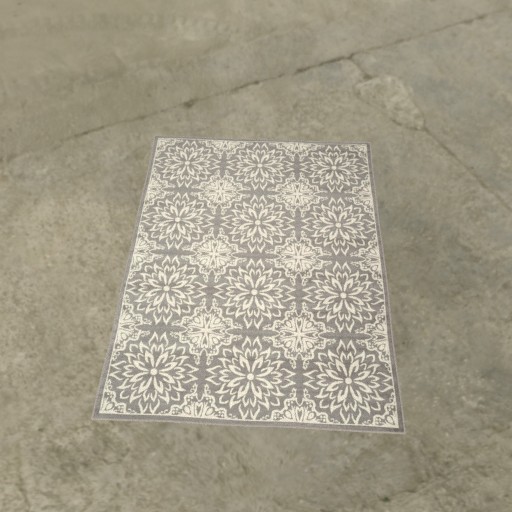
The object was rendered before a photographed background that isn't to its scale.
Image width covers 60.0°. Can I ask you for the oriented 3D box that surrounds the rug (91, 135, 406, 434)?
[{"bbox_3d":[0.000,0.000,4.081,2.363,0.012,2.980,2,59,1],"label":"rug"}]
